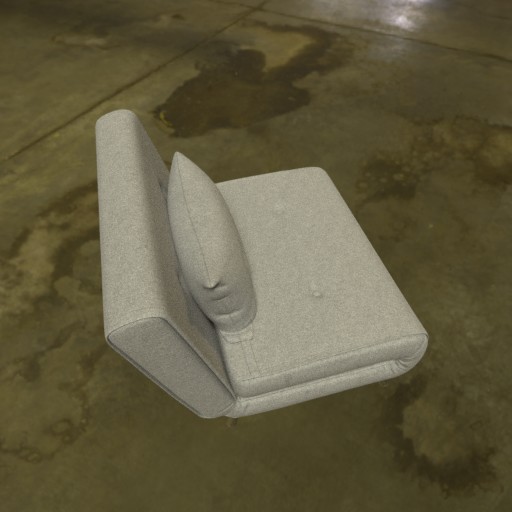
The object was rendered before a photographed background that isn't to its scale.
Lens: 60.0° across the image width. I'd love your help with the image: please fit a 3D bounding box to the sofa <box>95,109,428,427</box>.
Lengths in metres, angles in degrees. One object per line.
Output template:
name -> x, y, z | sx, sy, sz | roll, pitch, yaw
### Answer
sofa -> 0.000, 0.000, 1.711 | 1.000, 0.825, 1.020 | -11, 48, -10
